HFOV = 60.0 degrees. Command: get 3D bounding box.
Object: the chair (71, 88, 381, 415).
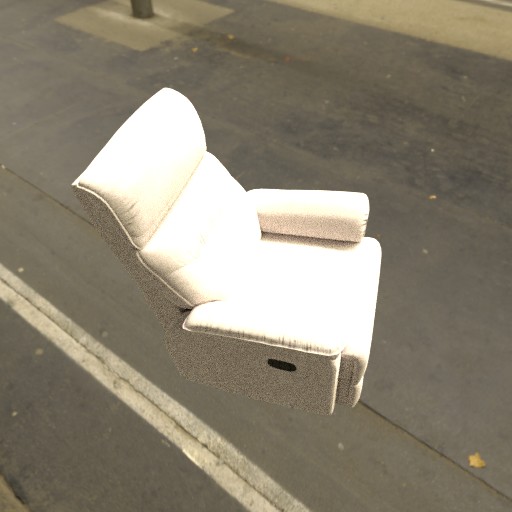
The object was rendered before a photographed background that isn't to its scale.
[{"bbox_3d":[0.000,0.000,1.735,1.001,1.039,0.820,12,47,11],"label":"chair"}]
